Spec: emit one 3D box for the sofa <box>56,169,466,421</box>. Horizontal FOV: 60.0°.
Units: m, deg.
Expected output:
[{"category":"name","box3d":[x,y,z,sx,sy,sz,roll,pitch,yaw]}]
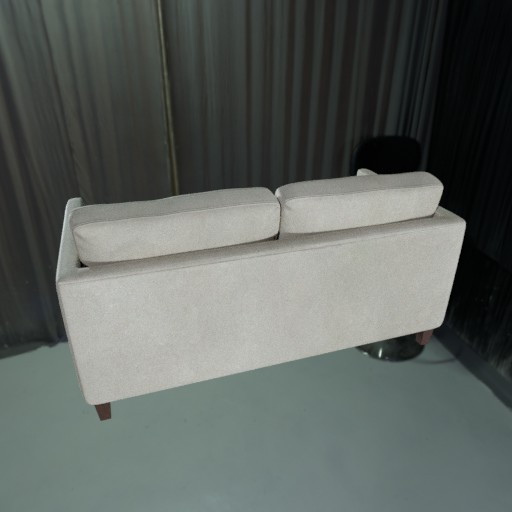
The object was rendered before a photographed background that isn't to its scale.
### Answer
[{"category":"sofa","box3d":[0.000,0.000,2.353,1.846,0.940,0.950,-9,29,-16]}]
